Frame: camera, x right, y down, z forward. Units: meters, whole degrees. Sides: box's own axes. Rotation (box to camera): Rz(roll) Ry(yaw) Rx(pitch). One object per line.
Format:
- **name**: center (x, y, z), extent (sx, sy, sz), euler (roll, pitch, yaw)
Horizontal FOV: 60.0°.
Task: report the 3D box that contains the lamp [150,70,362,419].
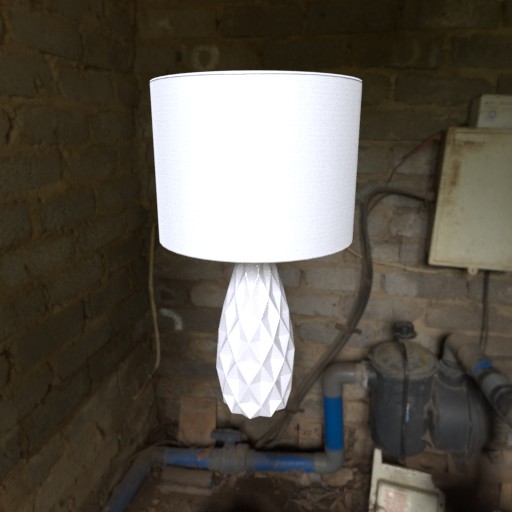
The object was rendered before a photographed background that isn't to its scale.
- **lamp**: center (0.000, 0.000, 0.706), extent (0.297, 0.522, 0.297), euler (0, 16, 0)
